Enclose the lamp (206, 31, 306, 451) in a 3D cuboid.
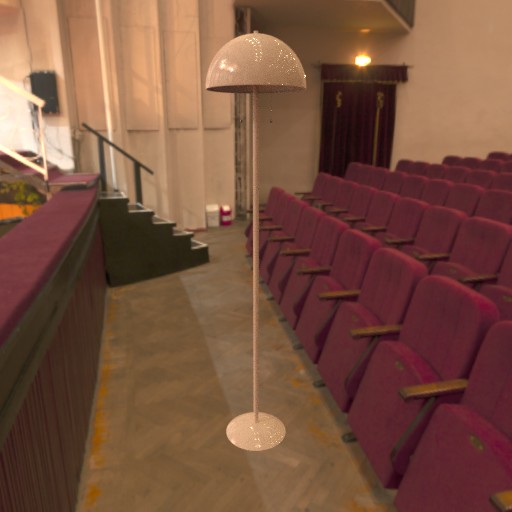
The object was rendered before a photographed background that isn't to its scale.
[{"bbox_3d":[0.000,0.000,1.606,0.328,1.480,0.328,-3,16,-9],"label":"lamp"}]
